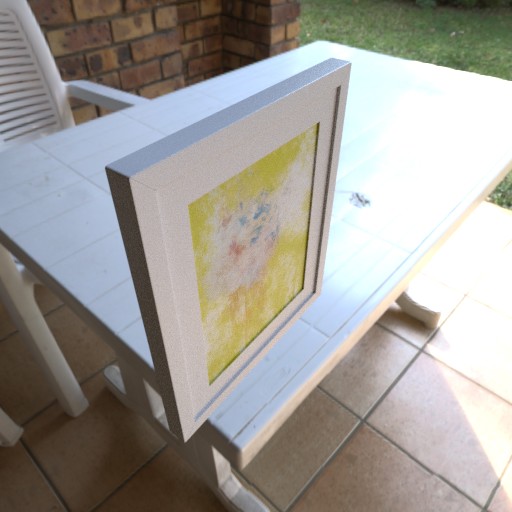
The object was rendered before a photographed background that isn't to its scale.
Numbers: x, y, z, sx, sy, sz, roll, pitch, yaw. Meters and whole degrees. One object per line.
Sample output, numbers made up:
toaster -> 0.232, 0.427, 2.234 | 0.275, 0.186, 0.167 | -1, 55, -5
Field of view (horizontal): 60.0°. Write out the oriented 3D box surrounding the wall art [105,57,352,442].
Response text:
wall art -> 0.000, 0.000, 0.541 | 0.028, 0.381, 0.331 | 26, 47, 28
